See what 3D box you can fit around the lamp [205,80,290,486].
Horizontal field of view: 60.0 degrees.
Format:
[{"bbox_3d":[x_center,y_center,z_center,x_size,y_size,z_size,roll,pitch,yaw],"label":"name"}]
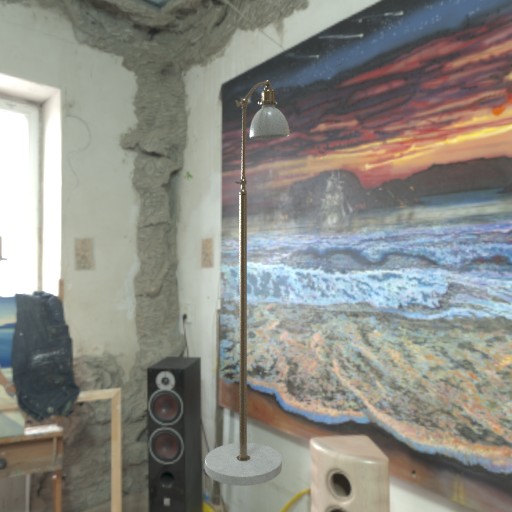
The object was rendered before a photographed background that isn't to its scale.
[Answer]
[{"bbox_3d":[0.000,0.000,1.824,0.288,1.586,0.599,0,-1,17],"label":"lamp"}]
